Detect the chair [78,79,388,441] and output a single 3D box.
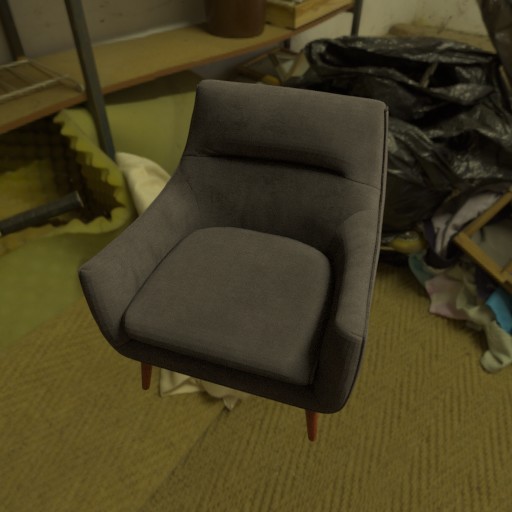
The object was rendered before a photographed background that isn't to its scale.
[{"bbox_3d":[0.000,0.000,1.430,0.762,0.838,0.787,12,43,13],"label":"chair"}]
